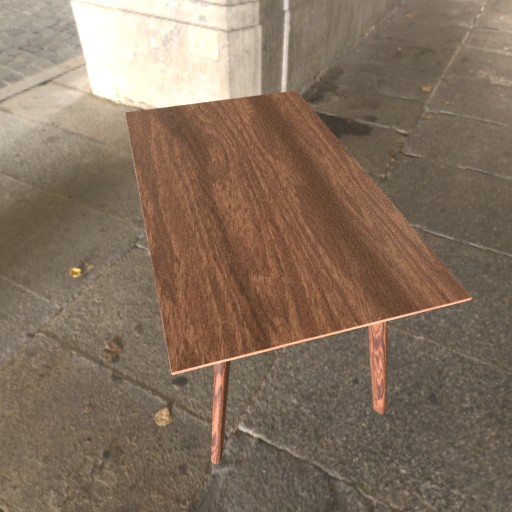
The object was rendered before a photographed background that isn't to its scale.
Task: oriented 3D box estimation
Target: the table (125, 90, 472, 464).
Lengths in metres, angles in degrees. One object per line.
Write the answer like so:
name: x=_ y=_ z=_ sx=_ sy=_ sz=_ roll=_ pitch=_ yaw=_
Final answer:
table: x=0.000 y=0.000 z=1.813 sx=0.801 sy=0.724 sz=1.349 roll=-12 pitch=45 yaw=-12
